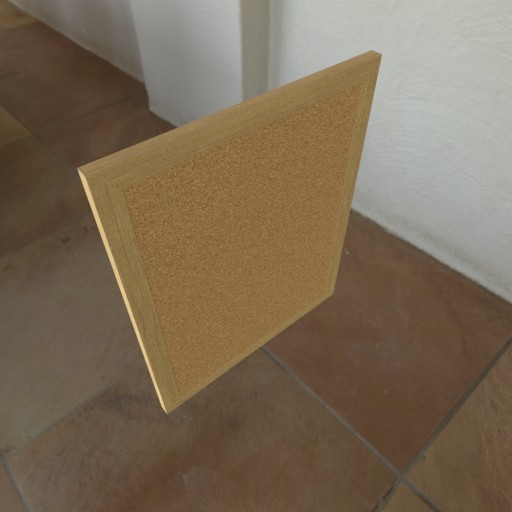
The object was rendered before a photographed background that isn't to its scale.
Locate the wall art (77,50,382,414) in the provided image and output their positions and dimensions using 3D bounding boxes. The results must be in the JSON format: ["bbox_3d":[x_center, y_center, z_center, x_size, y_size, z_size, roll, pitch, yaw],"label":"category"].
[{"bbox_3d":[0.000,0.000,0.754,0.460,0.561,0.020,-31,54,-26],"label":"wall art"}]
